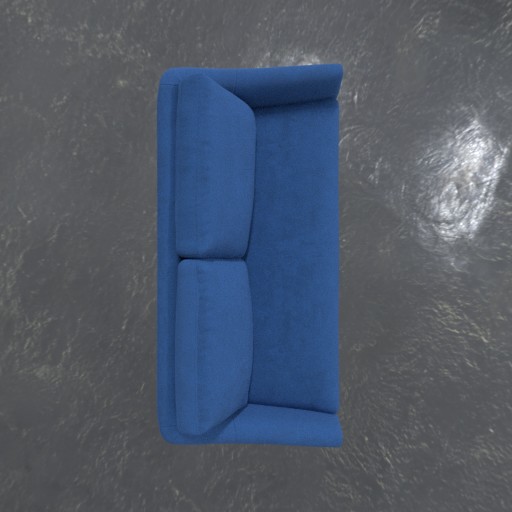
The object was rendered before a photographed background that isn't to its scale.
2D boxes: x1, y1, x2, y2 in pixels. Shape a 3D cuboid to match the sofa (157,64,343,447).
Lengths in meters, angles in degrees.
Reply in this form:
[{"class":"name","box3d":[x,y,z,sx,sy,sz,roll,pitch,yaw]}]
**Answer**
[{"class":"sofa","box3d":[0.000,0.000,2.494,0.960,0.903,2.036,0,90,1]}]
